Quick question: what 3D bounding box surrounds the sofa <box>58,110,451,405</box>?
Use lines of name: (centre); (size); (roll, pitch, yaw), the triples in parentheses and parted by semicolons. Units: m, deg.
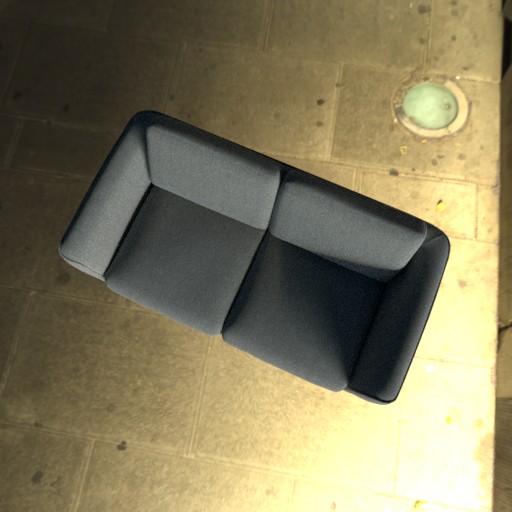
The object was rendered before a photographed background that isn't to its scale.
sofa: (0.000, 0.000, 2.251); (1.700, 0.870, 0.920); (23, 77, 6)
